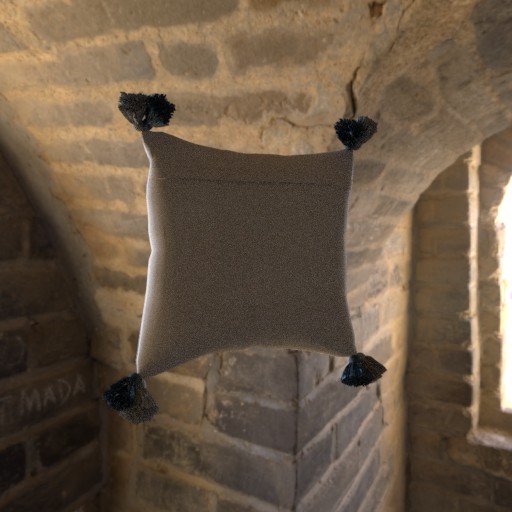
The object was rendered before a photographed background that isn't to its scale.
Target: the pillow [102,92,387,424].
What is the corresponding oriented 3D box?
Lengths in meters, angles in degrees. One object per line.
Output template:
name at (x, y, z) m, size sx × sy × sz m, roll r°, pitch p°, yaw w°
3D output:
pillow at (0.000, 0.000, 0.933) m, size 0.614 × 0.634 × 0.138 m, roll 0°, pitch 0°, yaw -18°
